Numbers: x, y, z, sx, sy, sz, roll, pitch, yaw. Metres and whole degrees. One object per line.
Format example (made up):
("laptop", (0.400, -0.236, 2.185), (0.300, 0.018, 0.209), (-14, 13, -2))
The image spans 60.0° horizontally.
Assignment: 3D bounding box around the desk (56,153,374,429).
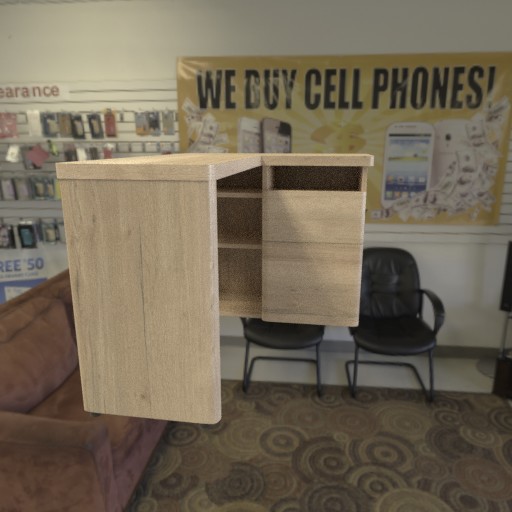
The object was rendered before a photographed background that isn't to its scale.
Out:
("desk", (0.000, 0.000, 1.746), (0.900, 0.760, 1.169), (2, 15, 9))
